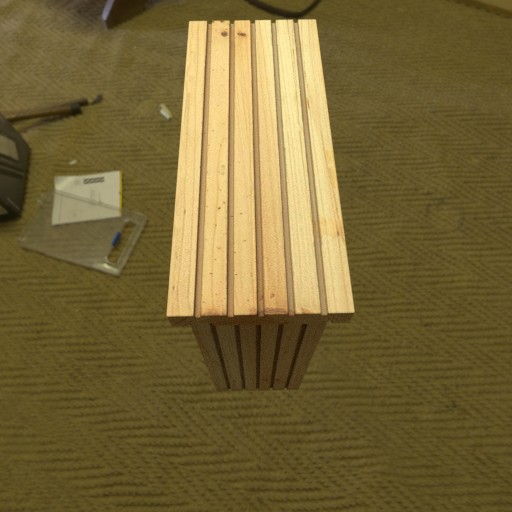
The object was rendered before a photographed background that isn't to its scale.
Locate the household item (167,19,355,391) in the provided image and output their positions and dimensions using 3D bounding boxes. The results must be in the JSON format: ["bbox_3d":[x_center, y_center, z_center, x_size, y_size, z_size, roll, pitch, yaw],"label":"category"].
[{"bbox_3d":[0.000,0.000,0.538,0.123,0.407,0.301,-1,62,-1],"label":"household item"}]
